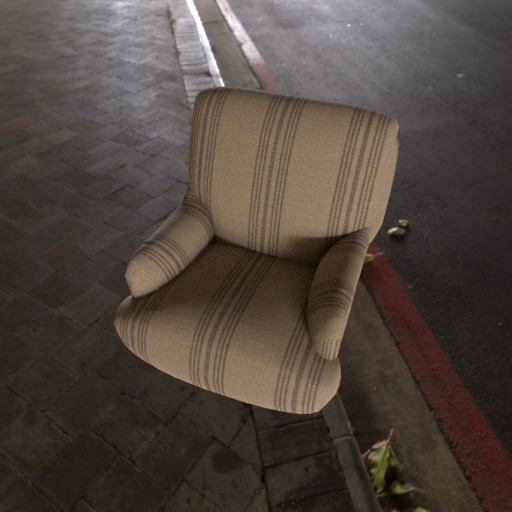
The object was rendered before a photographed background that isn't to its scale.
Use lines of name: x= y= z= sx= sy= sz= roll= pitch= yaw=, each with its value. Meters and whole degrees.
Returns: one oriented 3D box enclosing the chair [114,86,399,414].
chair: x=0.000 y=0.000 z=1.637 sx=0.813 sy=0.940 sz=0.914 roll=15 pitch=44 yaw=15
